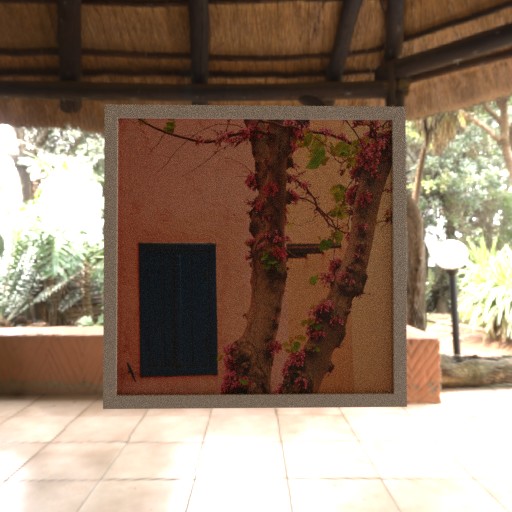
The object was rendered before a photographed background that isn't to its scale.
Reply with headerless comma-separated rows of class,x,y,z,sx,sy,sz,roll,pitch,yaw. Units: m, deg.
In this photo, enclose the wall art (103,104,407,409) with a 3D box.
wall art,0.000,0.000,1.136,0.762,0.762,0.038,0,-1,-1
